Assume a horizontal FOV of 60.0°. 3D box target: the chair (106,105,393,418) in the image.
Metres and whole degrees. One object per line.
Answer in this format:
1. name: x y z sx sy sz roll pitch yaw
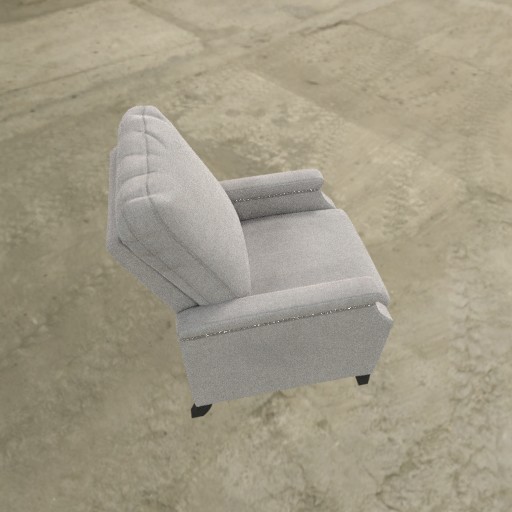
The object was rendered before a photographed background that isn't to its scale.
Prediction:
1. chair: 0.000 0.000 1.679 0.922 1.049 0.710 -8 47 -8
